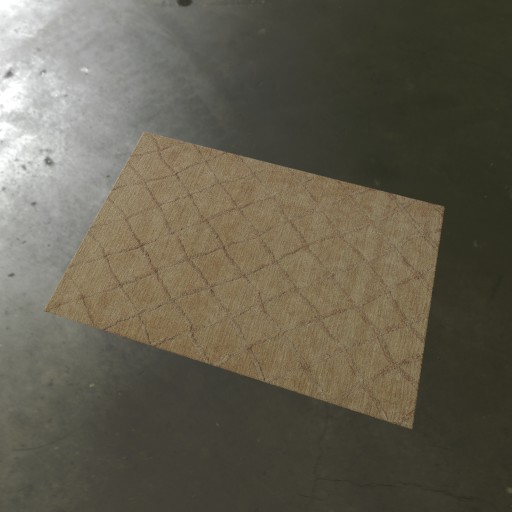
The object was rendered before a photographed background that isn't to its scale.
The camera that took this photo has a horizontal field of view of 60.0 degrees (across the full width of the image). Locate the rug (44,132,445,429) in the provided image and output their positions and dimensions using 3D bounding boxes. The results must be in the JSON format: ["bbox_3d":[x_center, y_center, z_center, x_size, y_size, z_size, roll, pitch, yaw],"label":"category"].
[{"bbox_3d":[0.000,0.000,2.935,2.292,0.014,1.528,16,64,8],"label":"rug"}]
